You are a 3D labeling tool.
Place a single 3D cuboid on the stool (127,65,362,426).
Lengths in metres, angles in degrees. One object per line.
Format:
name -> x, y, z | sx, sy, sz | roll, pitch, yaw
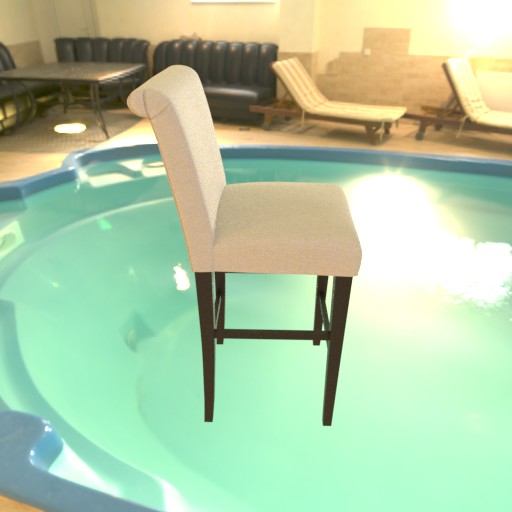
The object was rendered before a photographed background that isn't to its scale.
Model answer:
stool -> 0.000, 0.000, 1.474 | 0.597, 1.124, 0.452 | 1, 30, 1
